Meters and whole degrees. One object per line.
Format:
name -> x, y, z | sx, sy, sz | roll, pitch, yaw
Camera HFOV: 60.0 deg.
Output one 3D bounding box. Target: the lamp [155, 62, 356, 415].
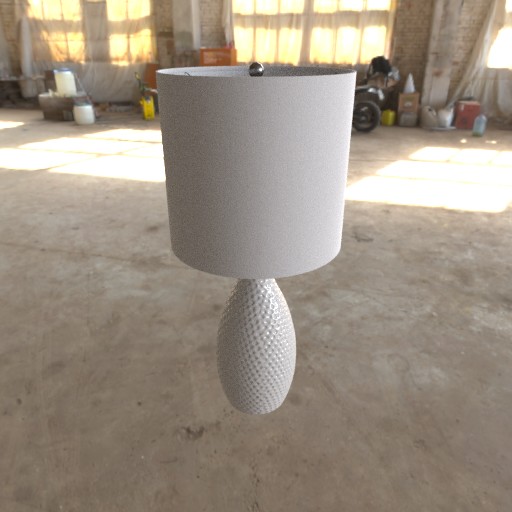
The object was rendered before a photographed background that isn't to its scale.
lamp -> 0.000, 0.000, 0.580 | 0.214, 0.466, 0.214 | 17, 30, 31
